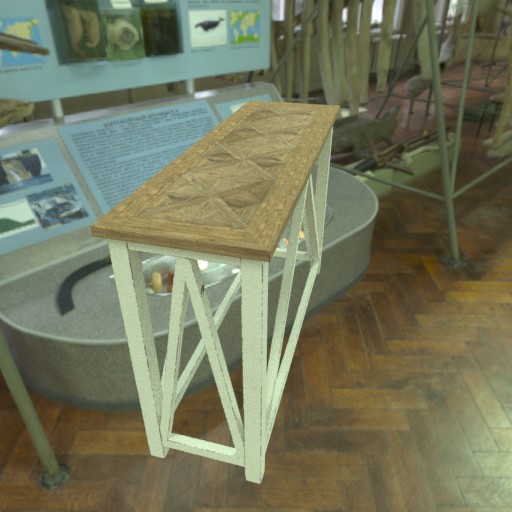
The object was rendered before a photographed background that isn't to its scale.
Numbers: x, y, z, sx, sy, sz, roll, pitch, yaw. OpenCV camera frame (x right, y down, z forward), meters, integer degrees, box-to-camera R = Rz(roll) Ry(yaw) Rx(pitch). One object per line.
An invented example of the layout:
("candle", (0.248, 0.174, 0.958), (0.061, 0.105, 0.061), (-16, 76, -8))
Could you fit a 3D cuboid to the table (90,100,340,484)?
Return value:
("table", (0.000, 0.000, 1.841), (0.450, 0.930, 1.400), (8, 33, 13))
